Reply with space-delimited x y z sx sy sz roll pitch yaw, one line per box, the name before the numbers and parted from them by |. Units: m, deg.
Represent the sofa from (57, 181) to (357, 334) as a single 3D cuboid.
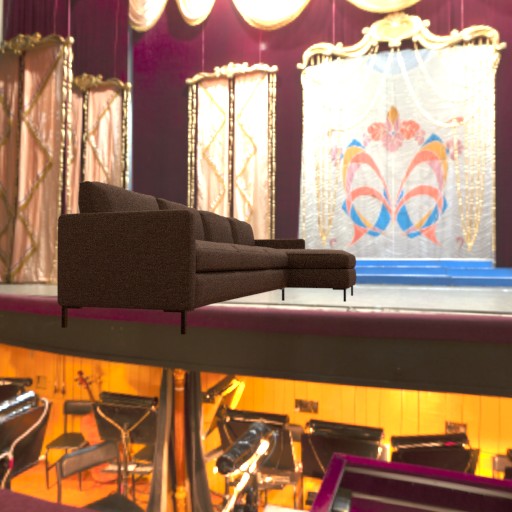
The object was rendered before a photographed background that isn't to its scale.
sofa | 0.000 0.000 3.903 1.483 0.892 3.221 0 -1 18
